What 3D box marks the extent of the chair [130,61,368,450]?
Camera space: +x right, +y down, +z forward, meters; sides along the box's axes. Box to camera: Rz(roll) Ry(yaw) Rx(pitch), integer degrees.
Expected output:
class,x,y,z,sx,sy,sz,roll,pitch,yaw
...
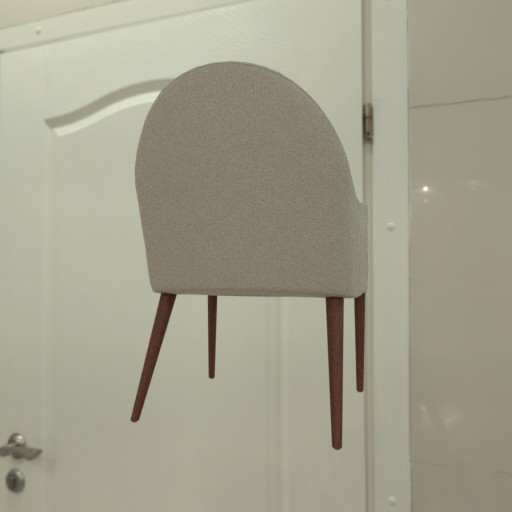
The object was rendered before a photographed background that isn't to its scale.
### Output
class,x,y,z,sx,sy,sz,roll,pitch,yaw
chair,0.000,0.000,1.304,0.610,0.889,0.620,0,-1,19
